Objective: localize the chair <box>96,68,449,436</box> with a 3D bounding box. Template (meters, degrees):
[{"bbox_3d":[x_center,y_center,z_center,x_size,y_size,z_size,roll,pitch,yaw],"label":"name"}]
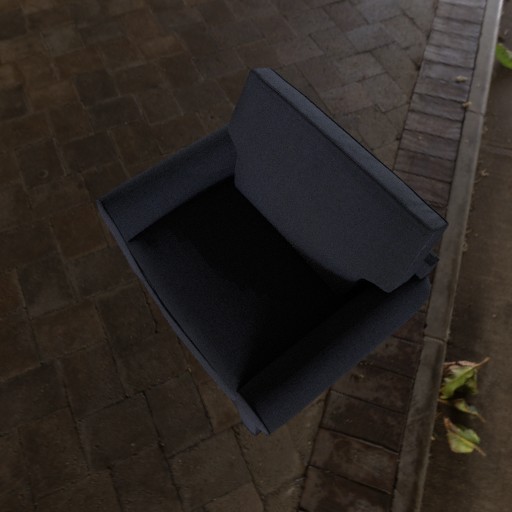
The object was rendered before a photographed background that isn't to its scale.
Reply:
[{"bbox_3d":[0.000,0.000,2.018,0.963,1.044,1.285,-35,68,-16],"label":"chair"}]
